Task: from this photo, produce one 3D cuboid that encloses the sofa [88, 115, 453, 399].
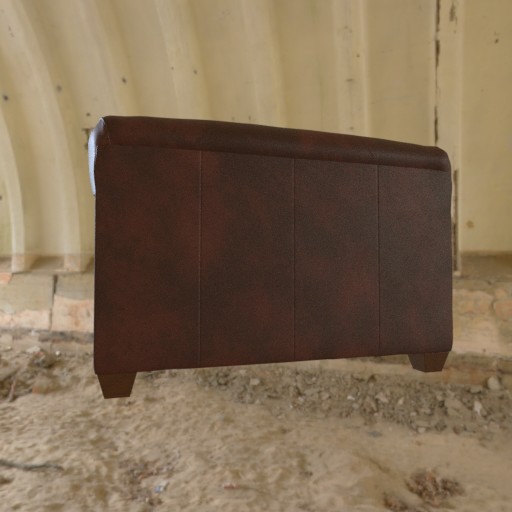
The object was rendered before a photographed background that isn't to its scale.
[{"bbox_3d":[0.000,0.000,2.052,1.413,0.956,1.000,1,-2,-17],"label":"sofa"}]
